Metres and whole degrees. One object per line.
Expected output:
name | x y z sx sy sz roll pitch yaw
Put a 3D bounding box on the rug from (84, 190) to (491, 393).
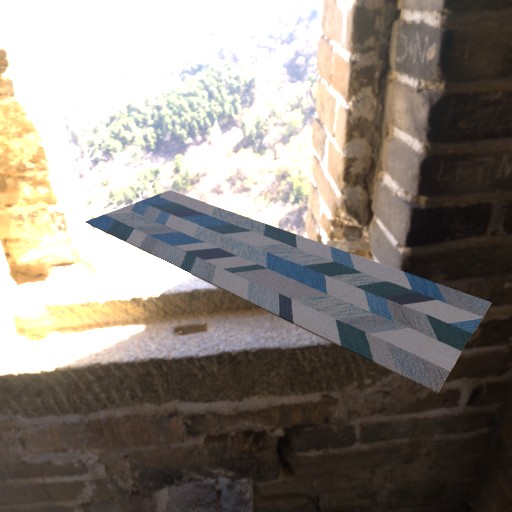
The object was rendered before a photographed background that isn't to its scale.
rug | 0.000 0.000 2.629 2.437 0.008 0.774 22 36 34
